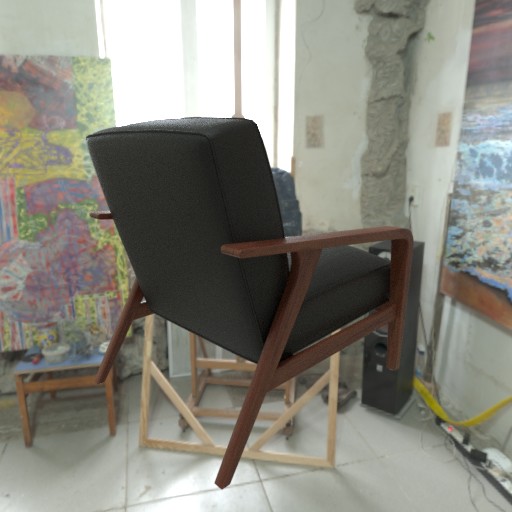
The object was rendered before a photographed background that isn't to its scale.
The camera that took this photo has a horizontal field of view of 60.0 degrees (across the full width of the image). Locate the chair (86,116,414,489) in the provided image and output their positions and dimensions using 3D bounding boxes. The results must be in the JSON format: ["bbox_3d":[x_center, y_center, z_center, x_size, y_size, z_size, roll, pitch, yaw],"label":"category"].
[{"bbox_3d":[0.000,0.000,1.478,0.889,0.861,0.719,-14,20,-42],"label":"chair"}]
